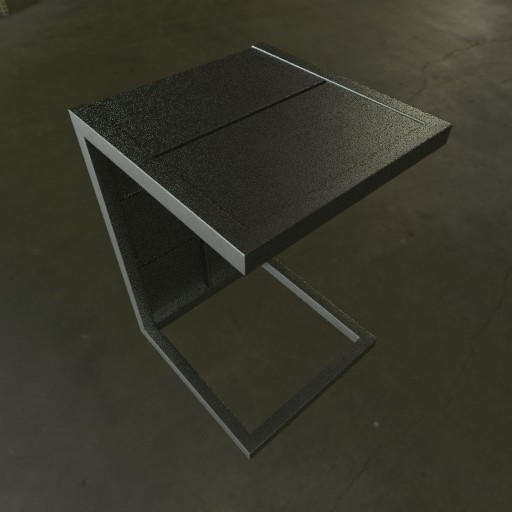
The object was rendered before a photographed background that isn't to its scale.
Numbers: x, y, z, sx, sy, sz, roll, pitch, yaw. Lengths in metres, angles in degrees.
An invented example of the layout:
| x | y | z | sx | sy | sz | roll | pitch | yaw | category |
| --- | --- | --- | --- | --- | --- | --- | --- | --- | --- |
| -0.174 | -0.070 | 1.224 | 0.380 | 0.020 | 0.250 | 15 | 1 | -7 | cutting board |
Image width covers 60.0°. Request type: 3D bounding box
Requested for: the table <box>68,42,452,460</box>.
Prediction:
| x | y | z | sx | sy | sz | roll | pitch | yaw | category |
| --- | --- | --- | --- | --- | --- | --- | --- | --- | --- |
| 0.000 | 0.000 | 0.888 | 0.405 | 0.609 | 0.420 | -33 | 54 | -27 | table |
